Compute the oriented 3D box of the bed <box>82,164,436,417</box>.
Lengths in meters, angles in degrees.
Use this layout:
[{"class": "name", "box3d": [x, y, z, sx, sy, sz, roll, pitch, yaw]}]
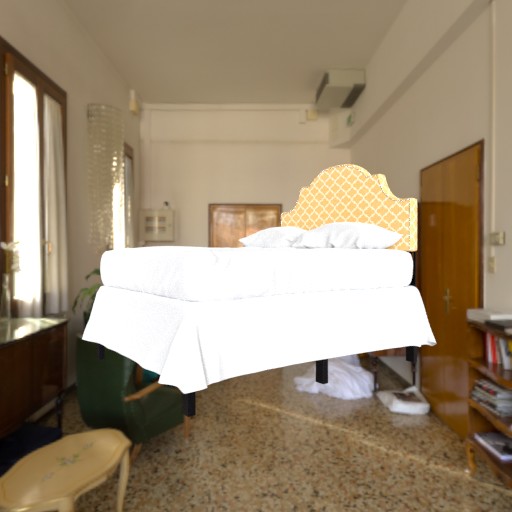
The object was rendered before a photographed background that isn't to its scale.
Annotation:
[{"class": "bed", "box3d": [0.000, 0.000, 3.470, 2.222, 1.633, 1.780, 0, 0, -36]}]
